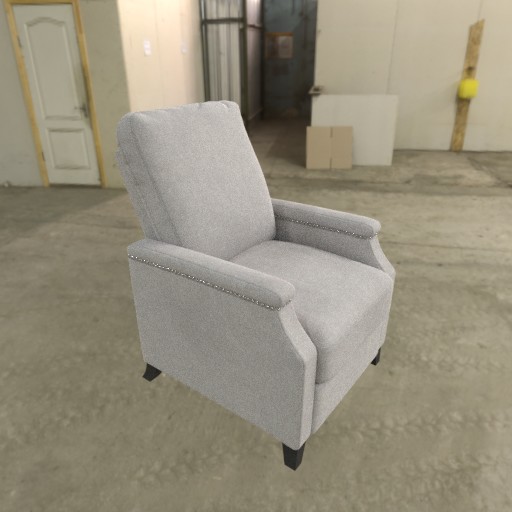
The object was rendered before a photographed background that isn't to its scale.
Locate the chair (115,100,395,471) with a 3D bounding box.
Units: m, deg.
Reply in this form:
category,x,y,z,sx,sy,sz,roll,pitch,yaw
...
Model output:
category,x,y,z,sx,sy,sz,roll,pitch,yaw
chair,0.000,0.000,1.682,0.922,1.049,0.710,18,31,33
